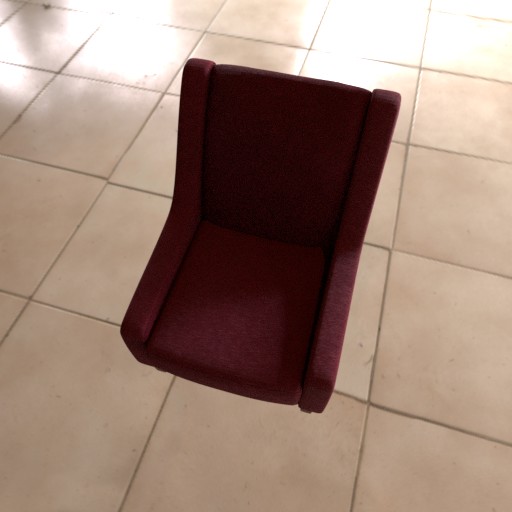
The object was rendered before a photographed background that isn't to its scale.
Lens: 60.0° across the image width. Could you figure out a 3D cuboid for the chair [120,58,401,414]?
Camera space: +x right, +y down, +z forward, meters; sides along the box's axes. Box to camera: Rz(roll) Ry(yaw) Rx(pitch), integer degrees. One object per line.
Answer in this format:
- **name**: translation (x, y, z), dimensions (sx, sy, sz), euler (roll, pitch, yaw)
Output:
- **chair**: translation (0.000, 0.000, 1.740), dimensions (0.793, 1.017, 0.985), euler (13, 57, 9)
